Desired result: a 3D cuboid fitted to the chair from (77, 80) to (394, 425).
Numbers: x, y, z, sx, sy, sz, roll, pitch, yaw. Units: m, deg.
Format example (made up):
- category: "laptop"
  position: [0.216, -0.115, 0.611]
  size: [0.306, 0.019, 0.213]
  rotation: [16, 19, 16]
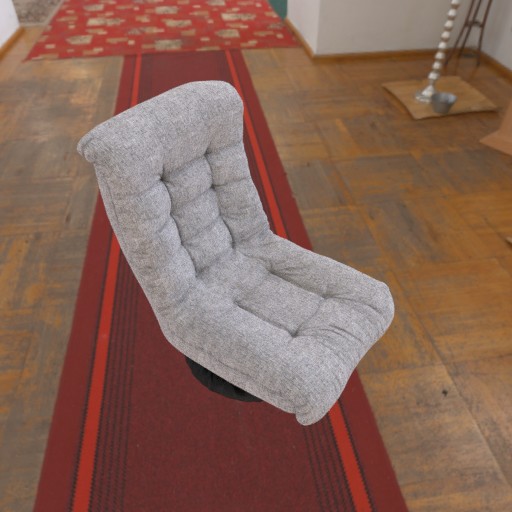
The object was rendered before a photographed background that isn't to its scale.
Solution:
- category: "chair"
  position: [0.000, 0.000, 0.984]
  size: [0.583, 0.600, 0.400]
  rotation: [26, 47, 27]
